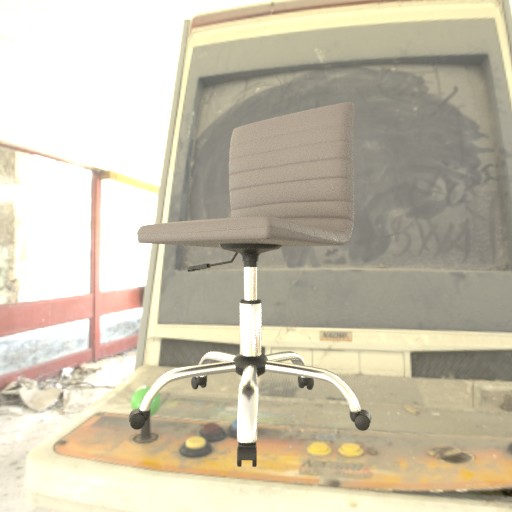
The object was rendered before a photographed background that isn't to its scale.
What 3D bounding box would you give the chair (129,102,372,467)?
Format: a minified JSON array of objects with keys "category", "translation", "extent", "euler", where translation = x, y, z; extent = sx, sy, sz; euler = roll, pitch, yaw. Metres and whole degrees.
[{"category":"chair","translation":[0.000,0.000,1.109],"extent":[0.556,0.780,0.530],"euler":[0,0,37]}]
